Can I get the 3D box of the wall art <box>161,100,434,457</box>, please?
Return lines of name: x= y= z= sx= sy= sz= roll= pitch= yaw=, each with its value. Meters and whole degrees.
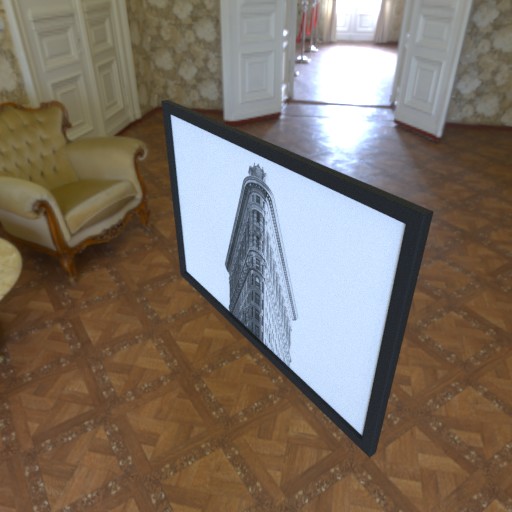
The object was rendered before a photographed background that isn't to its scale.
wall art: x=0.000 y=0.000 z=1.234 sx=0.049 sy=0.659 sz=0.964 roll=-20 pitch=38 yaw=-29
